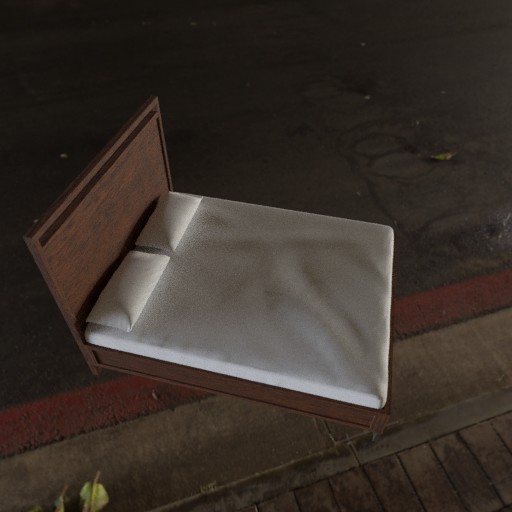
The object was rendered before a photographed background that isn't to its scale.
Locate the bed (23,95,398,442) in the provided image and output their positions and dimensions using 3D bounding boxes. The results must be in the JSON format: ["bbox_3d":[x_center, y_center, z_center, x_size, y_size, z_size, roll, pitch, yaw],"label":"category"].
[{"bbox_3d":[0.000,0.000,3.392,2.218,1.487,1.765,10,46,10],"label":"bed"}]
